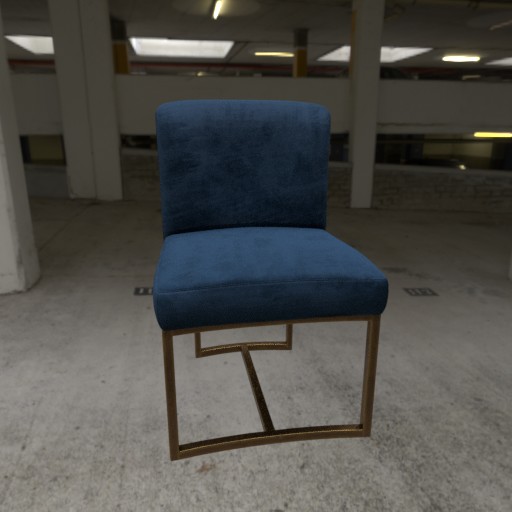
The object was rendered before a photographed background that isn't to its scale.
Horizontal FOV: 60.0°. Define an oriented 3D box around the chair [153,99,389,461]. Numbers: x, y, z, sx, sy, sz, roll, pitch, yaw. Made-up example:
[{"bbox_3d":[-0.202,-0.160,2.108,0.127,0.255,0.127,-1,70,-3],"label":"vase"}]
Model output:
[{"bbox_3d":[0.000,0.000,1.200,0.530,0.824,0.560,-3,17,-9],"label":"chair"}]
